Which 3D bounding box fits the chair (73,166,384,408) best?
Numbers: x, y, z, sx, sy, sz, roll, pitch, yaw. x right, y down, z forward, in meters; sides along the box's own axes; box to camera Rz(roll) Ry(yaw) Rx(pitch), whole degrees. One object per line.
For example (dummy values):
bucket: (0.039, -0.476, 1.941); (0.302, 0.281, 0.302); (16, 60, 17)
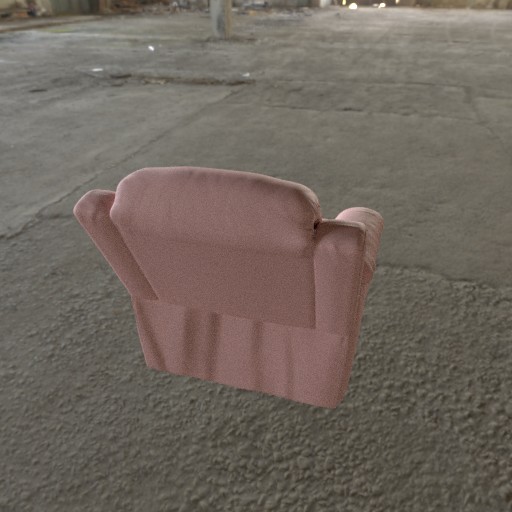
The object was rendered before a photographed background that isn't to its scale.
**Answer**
chair: (0.000, 0.000, 1.256); (0.680, 0.702, 0.709); (9, 33, 14)
